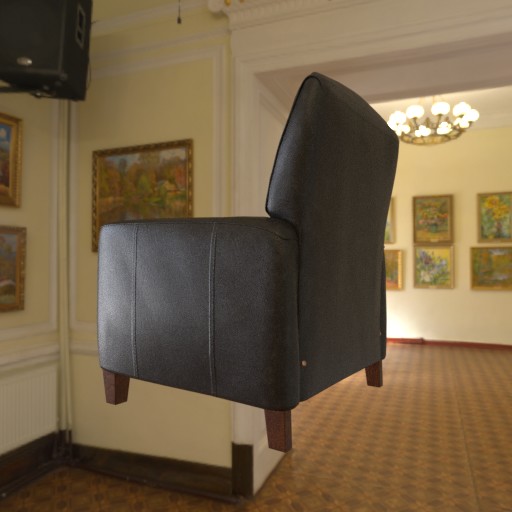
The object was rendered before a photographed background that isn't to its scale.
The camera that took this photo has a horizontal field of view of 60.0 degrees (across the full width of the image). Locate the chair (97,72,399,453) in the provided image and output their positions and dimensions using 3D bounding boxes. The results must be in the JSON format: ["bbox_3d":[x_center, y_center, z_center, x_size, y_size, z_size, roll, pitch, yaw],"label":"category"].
[{"bbox_3d":[0.000,0.000,1.630,0.864,1.014,0.848,-1,-1,34],"label":"chair"}]
